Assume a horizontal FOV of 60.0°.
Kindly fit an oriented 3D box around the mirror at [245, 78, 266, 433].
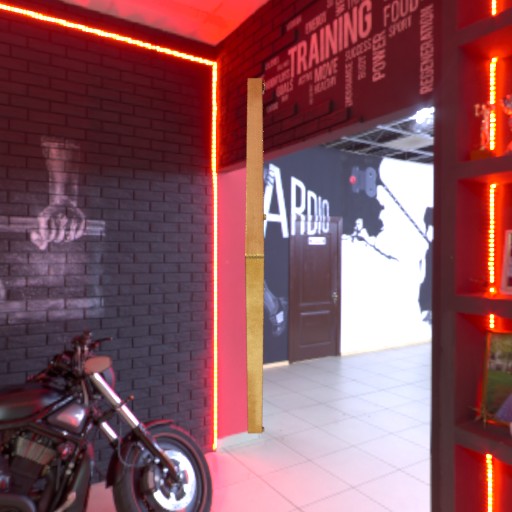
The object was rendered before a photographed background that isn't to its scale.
[{"bbox_3d":[0.000,0.000,0.848,0.032,0.679,0.419,0,0,0],"label":"mirror"}]
